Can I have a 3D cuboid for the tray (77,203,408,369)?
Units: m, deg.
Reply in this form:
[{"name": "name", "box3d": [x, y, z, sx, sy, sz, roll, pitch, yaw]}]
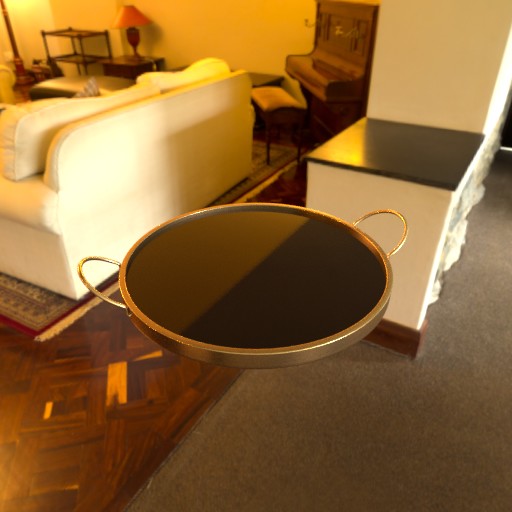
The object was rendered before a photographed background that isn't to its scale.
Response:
[{"name": "tray", "box3d": [0.000, 0.000, 0.728, 0.543, 0.069, 0.438, -10, 33, -16]}]
